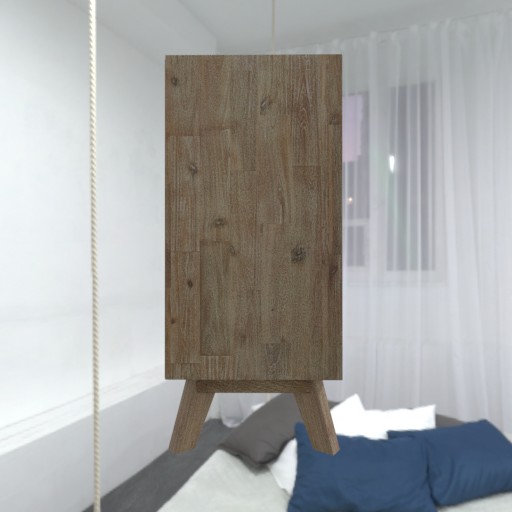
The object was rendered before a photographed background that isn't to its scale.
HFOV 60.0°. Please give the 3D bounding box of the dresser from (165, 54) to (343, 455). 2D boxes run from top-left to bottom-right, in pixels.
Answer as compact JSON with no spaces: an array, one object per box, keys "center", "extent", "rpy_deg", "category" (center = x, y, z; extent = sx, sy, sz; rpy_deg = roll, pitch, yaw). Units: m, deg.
[{"center":[0.000,0.000,1.632],"extent":[0.455,1.029,0.998],"rpy_deg":[0,0,1],"category":"dresser"}]
